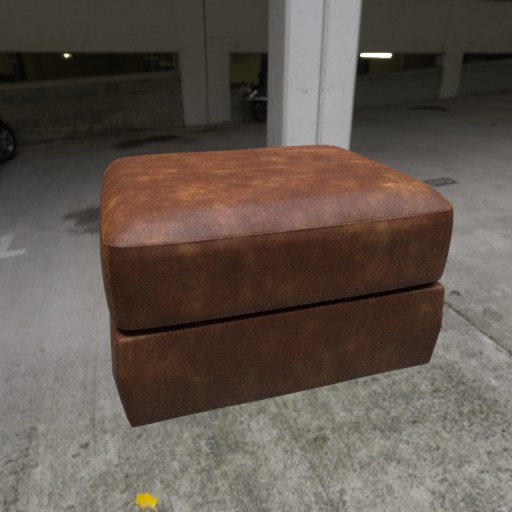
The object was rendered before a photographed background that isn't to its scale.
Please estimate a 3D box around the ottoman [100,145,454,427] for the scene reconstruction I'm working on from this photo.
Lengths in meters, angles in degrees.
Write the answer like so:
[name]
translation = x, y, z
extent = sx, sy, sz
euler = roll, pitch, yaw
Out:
[ottoman]
translation = 0.000, 0.000, 1.148
extent = 0.751, 0.476, 0.603
euler = -7, 26, -15
